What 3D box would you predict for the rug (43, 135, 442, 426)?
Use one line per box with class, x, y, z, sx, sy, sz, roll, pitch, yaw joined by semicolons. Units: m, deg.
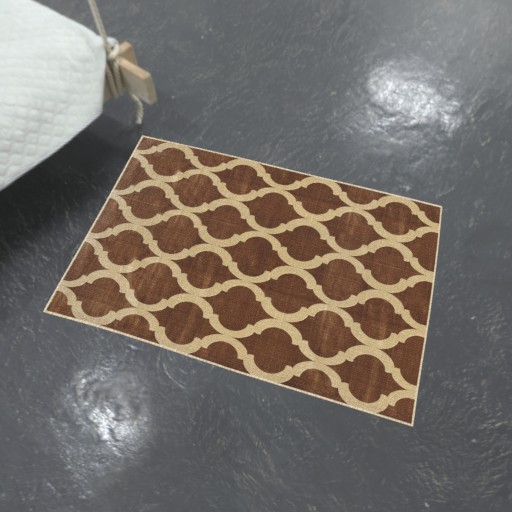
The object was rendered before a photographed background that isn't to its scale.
rug;0.000;0.000;2.915;2.284;0.008;1.522;15;63;8
